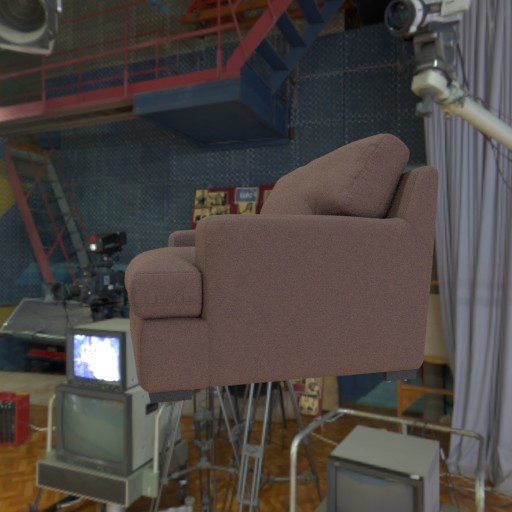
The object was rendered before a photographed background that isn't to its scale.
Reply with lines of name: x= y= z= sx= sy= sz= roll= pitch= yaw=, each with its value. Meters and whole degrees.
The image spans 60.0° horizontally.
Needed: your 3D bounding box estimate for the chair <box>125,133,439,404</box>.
chair: x=0.000 y=0.000 z=2.033 sx=1.143 sy=0.940 sz=1.168 roll=0 pitch=0 yaw=-17
